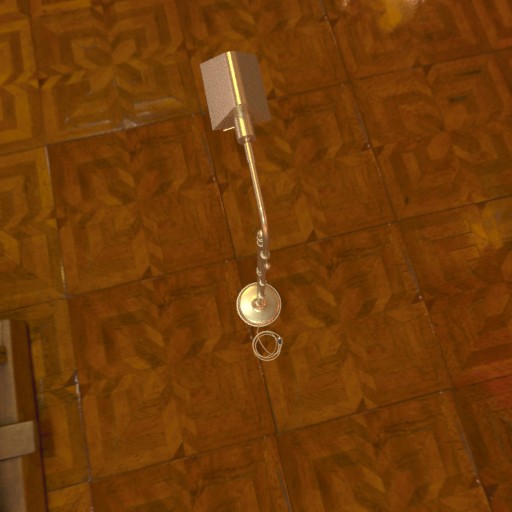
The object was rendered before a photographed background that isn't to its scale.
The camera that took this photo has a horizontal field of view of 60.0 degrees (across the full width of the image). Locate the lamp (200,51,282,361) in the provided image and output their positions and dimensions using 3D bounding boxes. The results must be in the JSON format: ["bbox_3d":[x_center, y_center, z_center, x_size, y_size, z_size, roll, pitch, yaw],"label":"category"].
[{"bbox_3d":[0.000,0.000,1.823,0.256,1.571,0.813,-11,76,-3],"label":"lamp"}]
